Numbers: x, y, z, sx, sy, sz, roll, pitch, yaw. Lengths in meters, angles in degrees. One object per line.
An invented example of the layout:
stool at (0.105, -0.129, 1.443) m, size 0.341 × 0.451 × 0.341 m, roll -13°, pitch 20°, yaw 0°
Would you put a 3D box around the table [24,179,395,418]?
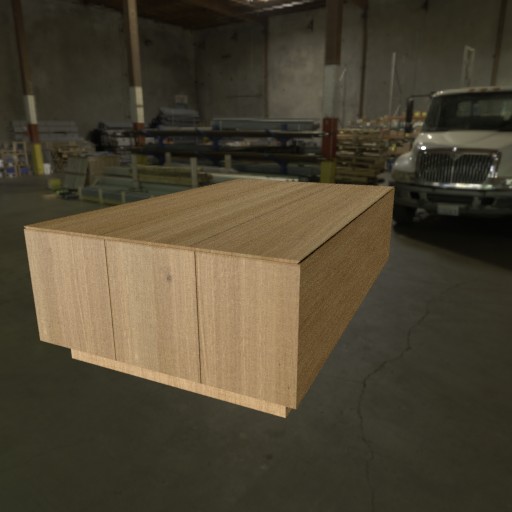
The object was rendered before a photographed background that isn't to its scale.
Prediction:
table at (0.000, 0.000, 1.425) m, size 0.678 × 0.353 × 1.110 m, roll 7°, pitch 18°, yaw 24°
